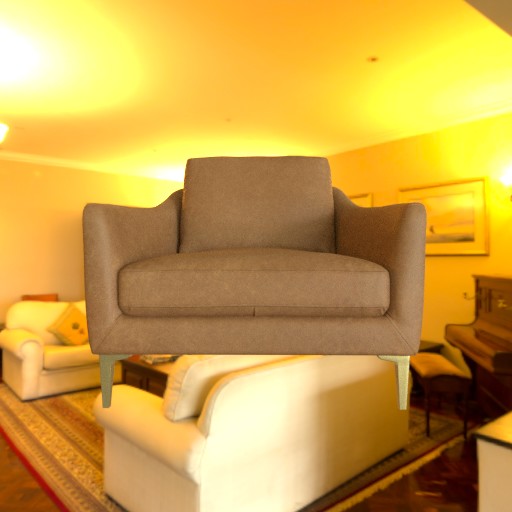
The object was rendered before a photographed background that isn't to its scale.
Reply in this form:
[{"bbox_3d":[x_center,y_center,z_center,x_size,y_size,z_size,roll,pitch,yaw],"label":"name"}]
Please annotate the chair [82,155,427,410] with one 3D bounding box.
[{"bbox_3d":[0.000,0.000,1.715,0.988,0.895,0.963,0,-1,1],"label":"chair"}]
